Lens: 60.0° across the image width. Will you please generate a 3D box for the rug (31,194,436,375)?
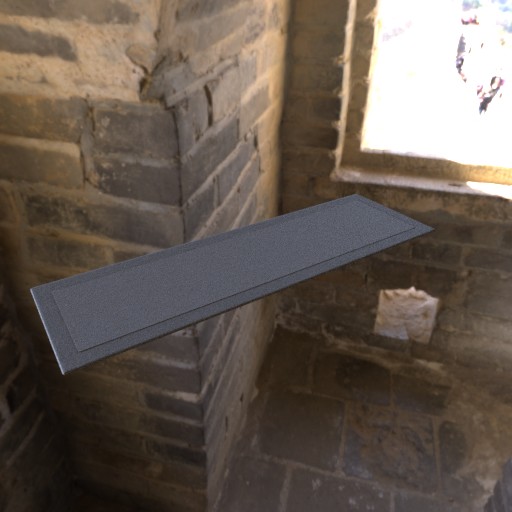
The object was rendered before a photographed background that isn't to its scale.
[{"bbox_3d":[0.000,0.000,2.703,2.430,0.012,0.759,-18,35,-28],"label":"rug"}]
